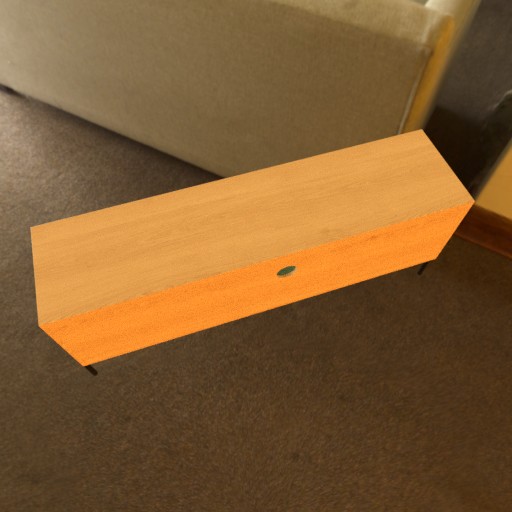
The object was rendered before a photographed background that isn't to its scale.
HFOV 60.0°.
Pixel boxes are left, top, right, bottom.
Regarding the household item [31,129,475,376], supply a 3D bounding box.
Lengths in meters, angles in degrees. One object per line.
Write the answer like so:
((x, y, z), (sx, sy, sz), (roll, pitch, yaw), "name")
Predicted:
((0.000, 0.000, 1.807), (1.550, 0.600, 0.400), (-16, 60, -9), "household item")
